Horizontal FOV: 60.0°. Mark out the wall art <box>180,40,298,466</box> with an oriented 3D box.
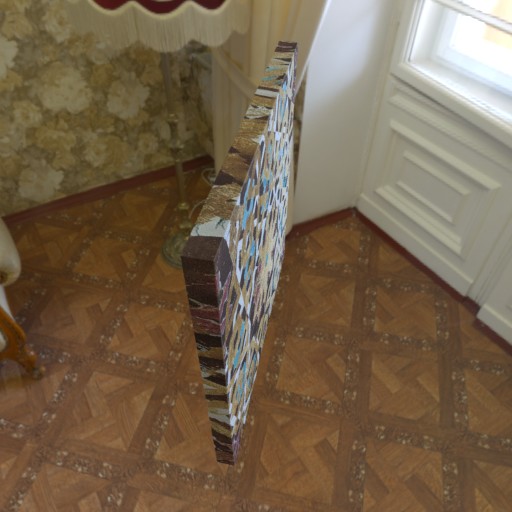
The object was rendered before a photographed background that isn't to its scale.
[{"bbox_3d":[0.000,0.000,0.896,0.041,0.613,0.609,9,47,8],"label":"wall art"}]
